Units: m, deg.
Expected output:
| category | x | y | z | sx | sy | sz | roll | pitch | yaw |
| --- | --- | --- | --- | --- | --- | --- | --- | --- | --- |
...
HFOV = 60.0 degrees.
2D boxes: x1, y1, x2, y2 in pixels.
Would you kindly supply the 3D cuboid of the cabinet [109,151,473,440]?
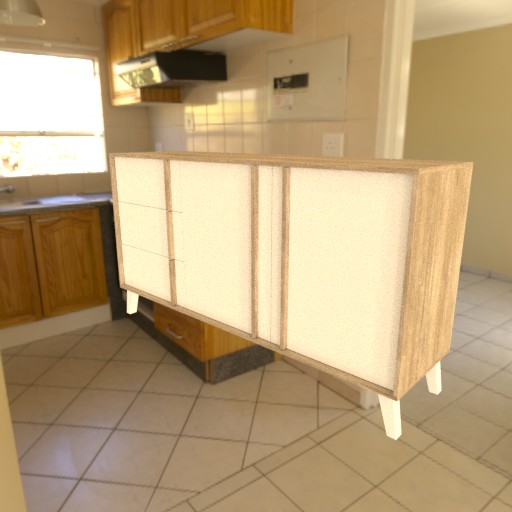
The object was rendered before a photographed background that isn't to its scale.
| category | x | y | z | sx | sy | sz | roll | pitch | yaw |
| --- | --- | --- | --- | --- | --- | --- | --- | --- | --- |
| cabinet | 0.000 | 0.000 | 1.988 | 1.600 | 0.870 | 0.450 | 13 | 20 | 41 |
